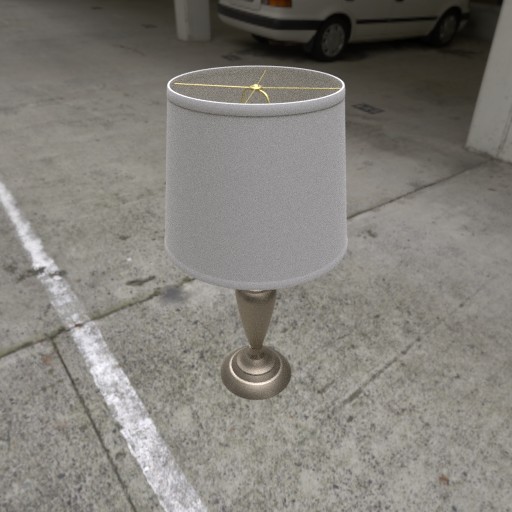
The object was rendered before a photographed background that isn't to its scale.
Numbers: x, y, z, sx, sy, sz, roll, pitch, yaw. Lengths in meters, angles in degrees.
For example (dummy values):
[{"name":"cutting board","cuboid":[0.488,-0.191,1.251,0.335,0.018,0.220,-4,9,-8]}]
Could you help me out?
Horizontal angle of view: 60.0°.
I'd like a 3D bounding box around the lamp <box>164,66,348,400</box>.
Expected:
[{"name":"lamp","cuboid":[0.000,0.000,0.830,0.328,0.619,0.328,0,33,0]}]
